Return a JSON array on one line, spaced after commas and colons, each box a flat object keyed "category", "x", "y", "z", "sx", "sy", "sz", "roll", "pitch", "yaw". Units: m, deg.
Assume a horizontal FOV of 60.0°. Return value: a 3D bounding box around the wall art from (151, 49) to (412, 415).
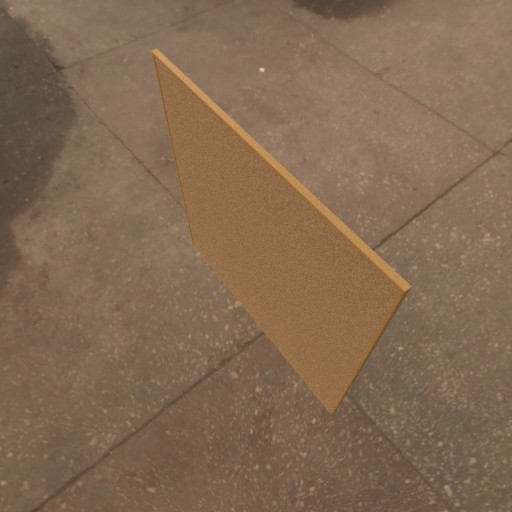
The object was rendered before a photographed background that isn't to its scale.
[{"category": "wall art", "x": 0.000, "y": 0.000, "z": 0.989, "sx": 0.014, "sy": 0.655, "sz": 0.657, "roll": -32, "pitch": 63, "yaw": -19}]
